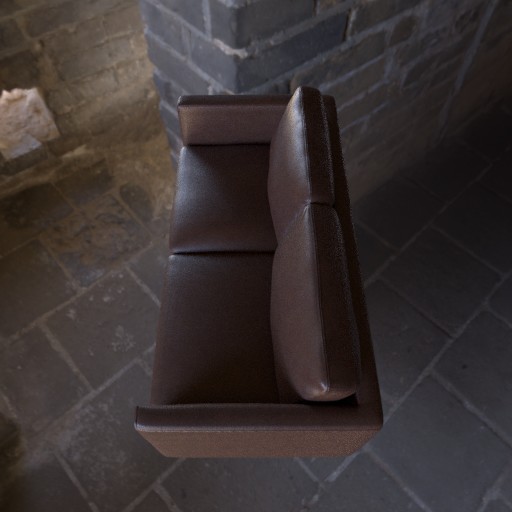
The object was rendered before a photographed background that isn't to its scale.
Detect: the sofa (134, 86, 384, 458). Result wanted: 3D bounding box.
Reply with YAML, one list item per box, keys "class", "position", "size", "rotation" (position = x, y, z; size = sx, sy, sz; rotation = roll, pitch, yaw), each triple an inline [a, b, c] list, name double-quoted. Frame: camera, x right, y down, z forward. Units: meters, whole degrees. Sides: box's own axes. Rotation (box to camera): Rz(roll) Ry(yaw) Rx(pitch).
- class: "sofa"
  position: [0.000, 0.000, 2.344]
  size: [0.951, 0.933, 1.883]
  rotation: [0, 58, 0]
